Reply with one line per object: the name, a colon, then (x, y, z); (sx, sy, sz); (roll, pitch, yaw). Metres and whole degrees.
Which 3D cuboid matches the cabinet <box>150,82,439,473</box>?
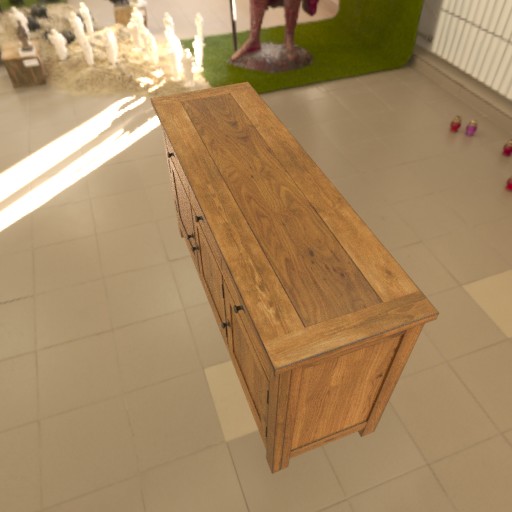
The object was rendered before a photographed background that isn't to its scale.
cabinet: (0.000, 0.000, 1.885); (0.480, 0.813, 1.474); (-15, 48, -14)
